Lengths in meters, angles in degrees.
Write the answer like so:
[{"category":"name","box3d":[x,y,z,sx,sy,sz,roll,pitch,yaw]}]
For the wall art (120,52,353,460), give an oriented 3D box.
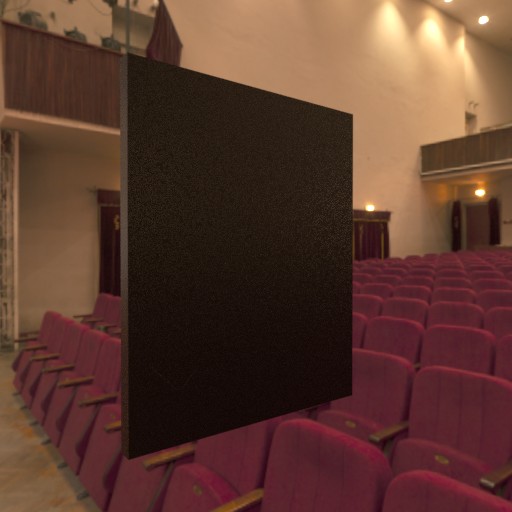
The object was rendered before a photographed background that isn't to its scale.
[{"category":"wall art","box3d":[0.000,0.000,0.753,0.457,0.557,0.028,0,1,-37]}]
